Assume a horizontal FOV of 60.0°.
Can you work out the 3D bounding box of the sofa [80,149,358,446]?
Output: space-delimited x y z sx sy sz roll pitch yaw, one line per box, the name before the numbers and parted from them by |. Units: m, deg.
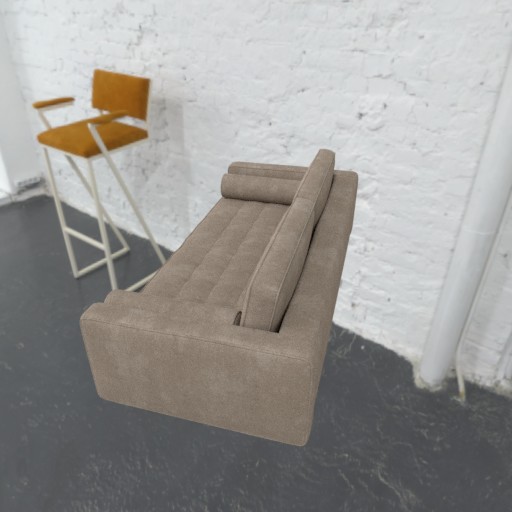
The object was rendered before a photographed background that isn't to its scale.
sofa | 0.000 0.000 2.402 0.920 0.769 1.883 8 32 13
